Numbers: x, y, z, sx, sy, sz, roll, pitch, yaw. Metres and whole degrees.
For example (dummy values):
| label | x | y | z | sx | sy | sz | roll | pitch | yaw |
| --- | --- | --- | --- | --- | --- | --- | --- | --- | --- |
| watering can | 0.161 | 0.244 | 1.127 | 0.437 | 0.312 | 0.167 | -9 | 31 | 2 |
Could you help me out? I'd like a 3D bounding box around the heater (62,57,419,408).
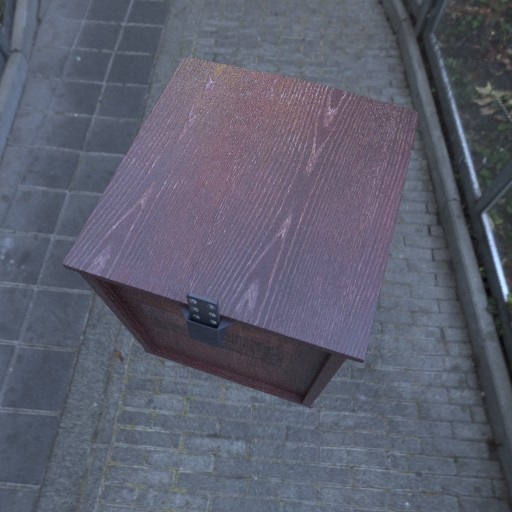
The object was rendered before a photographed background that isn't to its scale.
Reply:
| label | x | y | z | sx | sy | sz | roll | pitch | yaw |
| --- | --- | --- | --- | --- | --- | --- | --- | --- | --- |
| heater | 0.000 | 0.000 | 0.753 | 0.362 | 0.481 | 0.400 | 16 | 65 | 8 |
